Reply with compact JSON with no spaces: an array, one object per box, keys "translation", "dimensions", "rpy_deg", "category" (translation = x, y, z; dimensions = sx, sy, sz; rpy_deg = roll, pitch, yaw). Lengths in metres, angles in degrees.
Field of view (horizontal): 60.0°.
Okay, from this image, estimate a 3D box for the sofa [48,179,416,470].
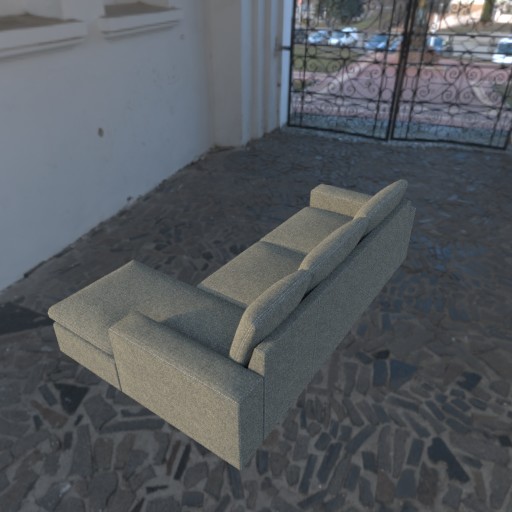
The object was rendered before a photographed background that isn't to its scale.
[{"translation":[0.000,0.000,3.591],"dimensions":[1.689,0.940,2.718],"rpy_deg":[20,37,29],"category":"sofa"}]
